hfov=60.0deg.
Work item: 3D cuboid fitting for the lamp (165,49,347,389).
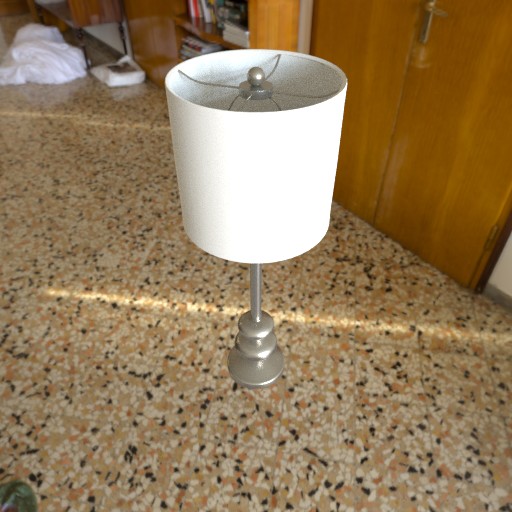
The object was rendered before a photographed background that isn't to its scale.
[{"bbox_3d":[0.000,0.000,0.839,0.254,0.690,0.254,13,42,14],"label":"lamp"}]
